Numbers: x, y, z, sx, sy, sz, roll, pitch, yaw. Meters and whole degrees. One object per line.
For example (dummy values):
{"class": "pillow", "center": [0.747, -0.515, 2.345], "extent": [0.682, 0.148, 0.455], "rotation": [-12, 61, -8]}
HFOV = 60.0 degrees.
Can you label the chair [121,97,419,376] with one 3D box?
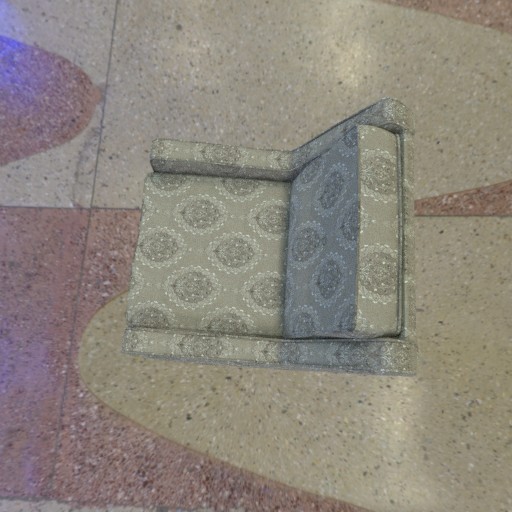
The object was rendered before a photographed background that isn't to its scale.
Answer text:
{"class": "chair", "center": [0.000, 0.000, 1.355], "extent": [0.750, 0.797, 0.665], "rotation": [4, 76, 1]}
